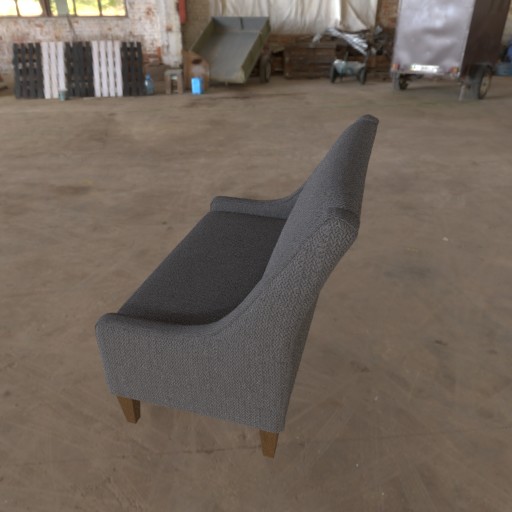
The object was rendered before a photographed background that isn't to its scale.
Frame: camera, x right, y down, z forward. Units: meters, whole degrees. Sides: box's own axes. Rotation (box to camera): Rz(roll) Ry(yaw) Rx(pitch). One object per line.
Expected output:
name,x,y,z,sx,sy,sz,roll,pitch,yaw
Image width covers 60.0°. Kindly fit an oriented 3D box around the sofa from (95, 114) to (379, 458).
sofa,0.000,0.000,1.939,0.873,1.022,1.242,8,31,14
